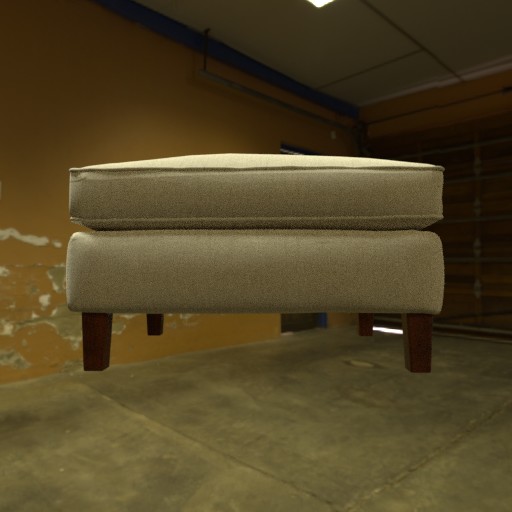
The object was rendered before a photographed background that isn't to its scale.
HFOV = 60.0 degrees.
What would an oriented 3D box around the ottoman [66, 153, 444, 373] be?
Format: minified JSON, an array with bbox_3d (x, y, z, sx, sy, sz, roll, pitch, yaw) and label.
[{"bbox_3d":[0.000,0.000,0.973,0.665,0.406,0.501,0,-2,1],"label":"ottoman"}]
